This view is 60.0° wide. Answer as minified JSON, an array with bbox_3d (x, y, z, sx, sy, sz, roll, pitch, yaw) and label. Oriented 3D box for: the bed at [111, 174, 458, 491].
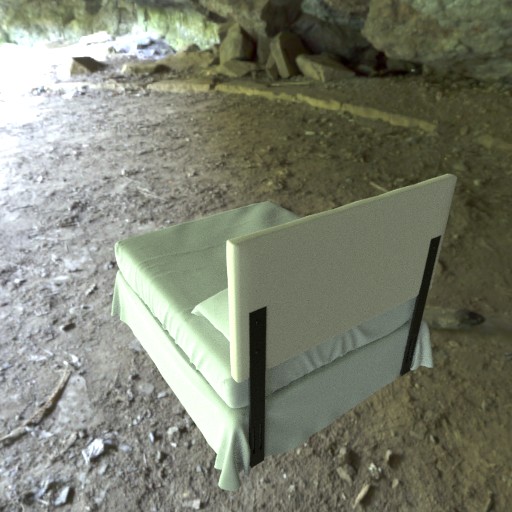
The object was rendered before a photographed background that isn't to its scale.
[{"bbox_3d":[0.000,0.000,3.444,1.936,1.577,2.222,-18,34,-29],"label":"bed"}]
